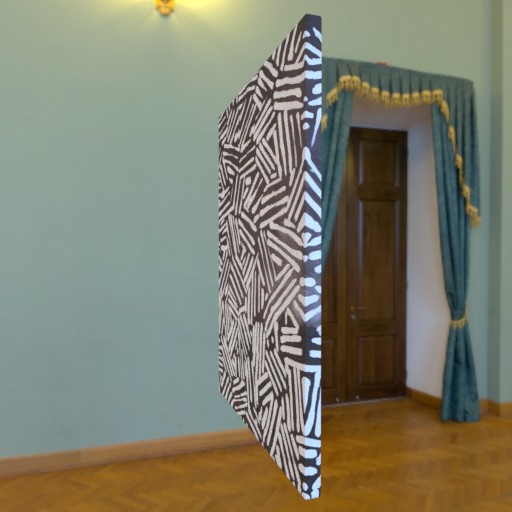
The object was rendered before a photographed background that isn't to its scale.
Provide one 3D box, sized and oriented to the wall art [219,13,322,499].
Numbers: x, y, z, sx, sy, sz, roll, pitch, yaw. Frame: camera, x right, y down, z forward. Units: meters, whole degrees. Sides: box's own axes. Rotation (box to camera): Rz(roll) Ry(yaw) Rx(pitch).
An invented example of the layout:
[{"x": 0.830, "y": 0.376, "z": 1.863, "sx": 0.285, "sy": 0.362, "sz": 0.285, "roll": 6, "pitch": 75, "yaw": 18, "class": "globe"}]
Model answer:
[{"x": 0.000, "y": 0.000, "z": 1.292, "sx": 0.038, "sy": 1.017, "sz": 0.765, "roll": 0, "pitch": 1, "yaw": -18, "class": "wall art"}]
